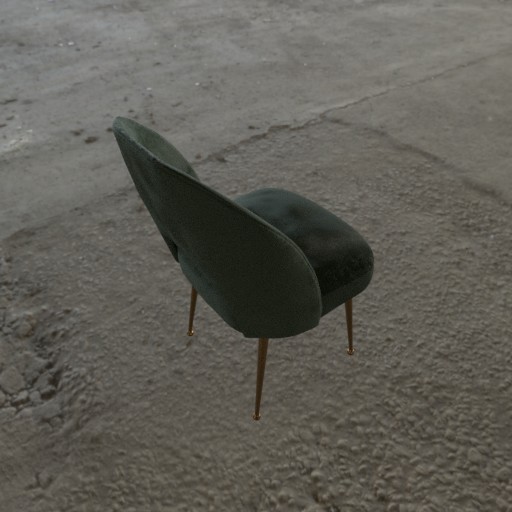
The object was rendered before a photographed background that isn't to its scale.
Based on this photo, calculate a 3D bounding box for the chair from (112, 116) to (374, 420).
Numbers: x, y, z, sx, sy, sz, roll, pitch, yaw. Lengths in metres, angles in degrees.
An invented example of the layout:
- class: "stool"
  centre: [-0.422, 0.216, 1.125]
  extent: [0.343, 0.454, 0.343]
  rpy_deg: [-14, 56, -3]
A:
- class: "chair"
  centre: [0.000, 0.000, 1.221]
  extent: [0.577, 0.860, 0.527]
  rpy_deg: [-26, 48, -27]
